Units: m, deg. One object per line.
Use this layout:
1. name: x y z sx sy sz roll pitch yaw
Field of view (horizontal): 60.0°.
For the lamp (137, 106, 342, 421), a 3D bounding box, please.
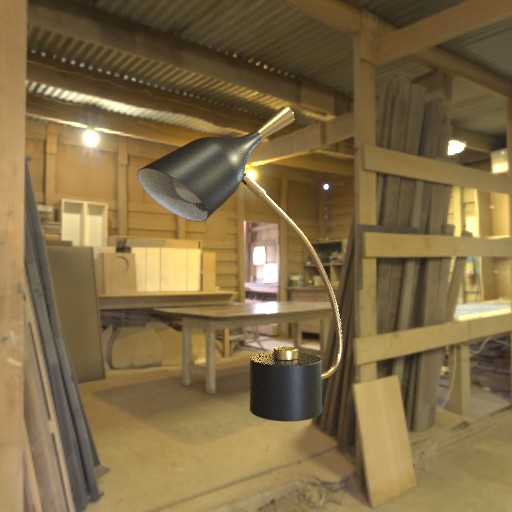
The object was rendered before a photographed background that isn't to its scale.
1. lamp: 0.000 0.000 0.649 0.352 0.464 0.110 1 -2 -35
